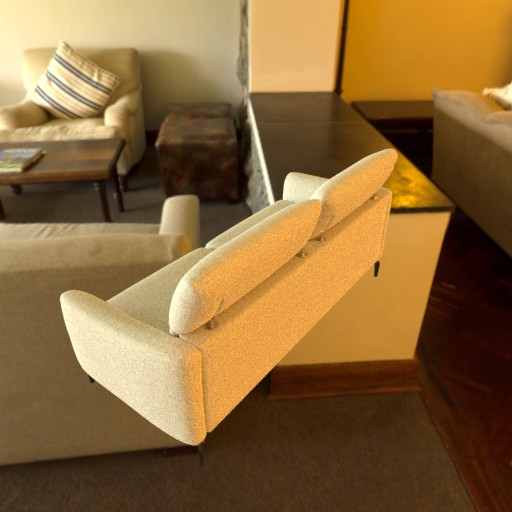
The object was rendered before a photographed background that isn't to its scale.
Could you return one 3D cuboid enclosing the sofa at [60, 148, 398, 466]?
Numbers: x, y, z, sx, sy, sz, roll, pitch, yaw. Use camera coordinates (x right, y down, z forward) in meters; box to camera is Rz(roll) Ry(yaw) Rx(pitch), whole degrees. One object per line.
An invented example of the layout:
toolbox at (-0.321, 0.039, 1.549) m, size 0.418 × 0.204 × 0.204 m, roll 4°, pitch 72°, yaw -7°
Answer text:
sofa at (0.000, 0.000, 2.523) m, size 0.856 × 0.956 × 2.015 m, roll 21°, pitch 37°, yaw 31°
